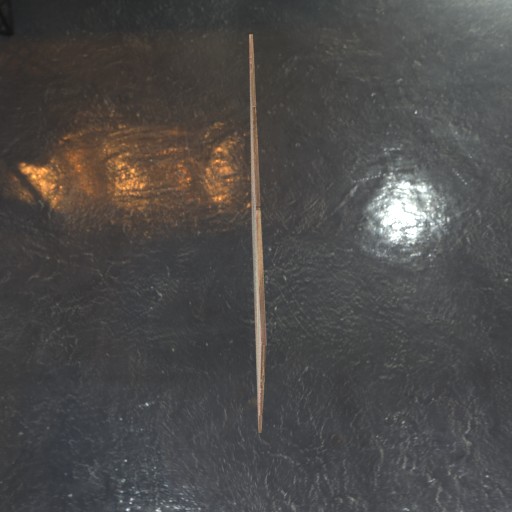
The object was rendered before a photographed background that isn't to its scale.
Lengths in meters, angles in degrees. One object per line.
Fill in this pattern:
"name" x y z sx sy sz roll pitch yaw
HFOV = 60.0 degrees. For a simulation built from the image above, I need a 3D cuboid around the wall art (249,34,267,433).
"wall art" 0.000 0.000 1.873 0.013 1.213 1.215 -2 59 -1
